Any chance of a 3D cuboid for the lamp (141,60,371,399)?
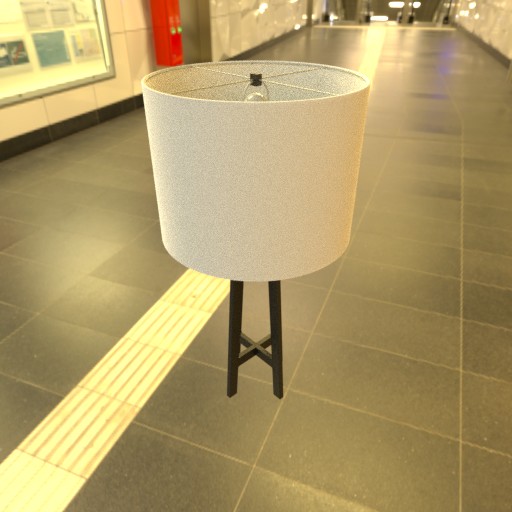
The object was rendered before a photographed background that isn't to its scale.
[{"bbox_3d":[0.000,0.000,0.635,0.257,0.489,0.257,1,32,2],"label":"lamp"}]
